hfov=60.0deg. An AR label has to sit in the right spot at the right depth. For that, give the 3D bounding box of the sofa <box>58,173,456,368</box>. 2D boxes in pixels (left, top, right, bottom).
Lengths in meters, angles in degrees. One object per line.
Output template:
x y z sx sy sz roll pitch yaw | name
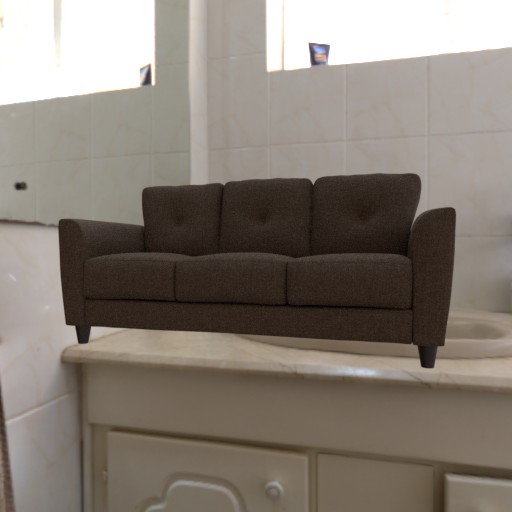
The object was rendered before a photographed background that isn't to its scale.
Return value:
0.000 0.000 2.332 1.847 0.891 0.837 0 0 17 | sofa
